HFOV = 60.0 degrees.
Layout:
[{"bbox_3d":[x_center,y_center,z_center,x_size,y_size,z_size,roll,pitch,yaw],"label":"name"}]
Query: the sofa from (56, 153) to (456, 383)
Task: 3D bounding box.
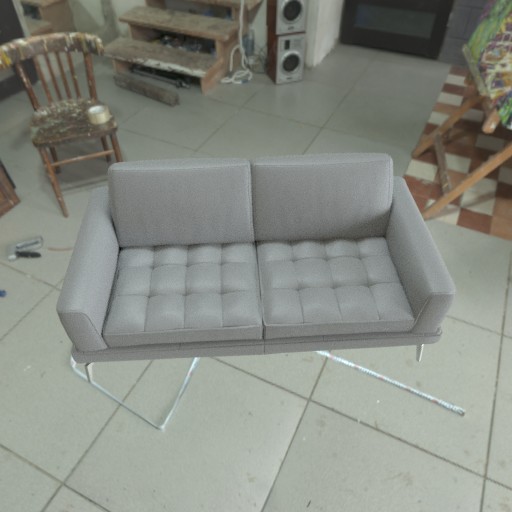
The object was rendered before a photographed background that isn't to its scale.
[{"bbox_3d":[0.000,0.000,2.770,2.177,0.930,1.121,-3,46,-2],"label":"sofa"}]
